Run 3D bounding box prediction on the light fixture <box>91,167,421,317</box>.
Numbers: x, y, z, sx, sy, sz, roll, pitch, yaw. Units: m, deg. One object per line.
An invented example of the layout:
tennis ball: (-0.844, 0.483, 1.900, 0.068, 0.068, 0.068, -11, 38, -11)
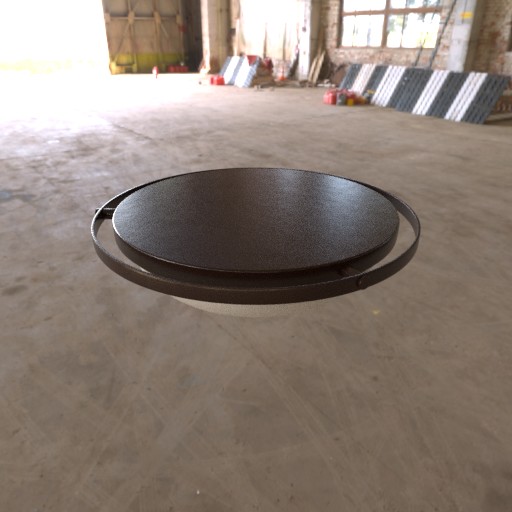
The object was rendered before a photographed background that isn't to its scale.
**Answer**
light fixture: (0.000, 0.000, 0.538, 0.361, 0.130, 0.361, 0, 26, 0)
